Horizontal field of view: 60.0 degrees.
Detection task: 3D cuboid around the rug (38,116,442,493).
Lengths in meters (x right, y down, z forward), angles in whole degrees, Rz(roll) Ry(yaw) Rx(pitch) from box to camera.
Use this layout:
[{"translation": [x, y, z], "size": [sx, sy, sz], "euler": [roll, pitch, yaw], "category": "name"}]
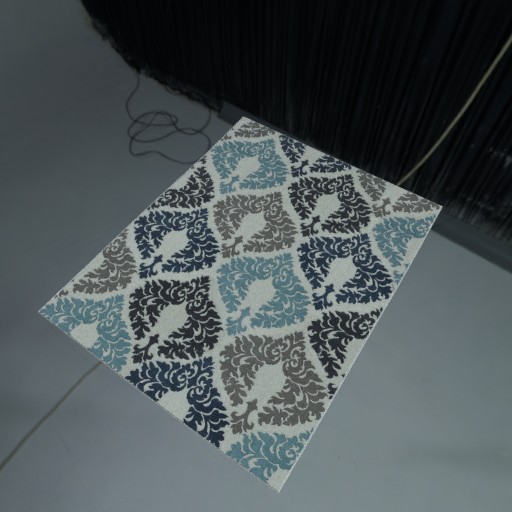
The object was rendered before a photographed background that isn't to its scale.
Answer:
[{"translation": [0.000, 0.000, 4.064], "size": [2.423, 0.014, 3.040], "euler": [29, 61, 18], "category": "rug"}]
